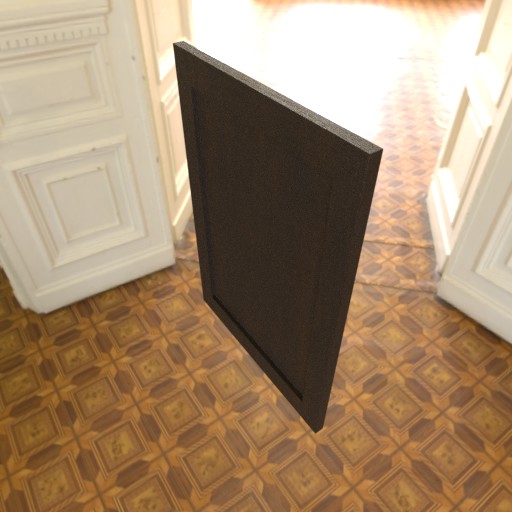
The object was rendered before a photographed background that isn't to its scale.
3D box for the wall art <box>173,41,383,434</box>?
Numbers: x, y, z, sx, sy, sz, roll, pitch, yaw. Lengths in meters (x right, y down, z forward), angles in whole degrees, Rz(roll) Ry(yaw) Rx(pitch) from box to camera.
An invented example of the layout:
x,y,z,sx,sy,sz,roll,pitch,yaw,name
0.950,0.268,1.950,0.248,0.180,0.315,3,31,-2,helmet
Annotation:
x,y,z,sx,sy,sz,roll,pitch,yaw,name
0.000,0.000,0.662,0.017,0.513,0.359,-26,49,-25,wall art
